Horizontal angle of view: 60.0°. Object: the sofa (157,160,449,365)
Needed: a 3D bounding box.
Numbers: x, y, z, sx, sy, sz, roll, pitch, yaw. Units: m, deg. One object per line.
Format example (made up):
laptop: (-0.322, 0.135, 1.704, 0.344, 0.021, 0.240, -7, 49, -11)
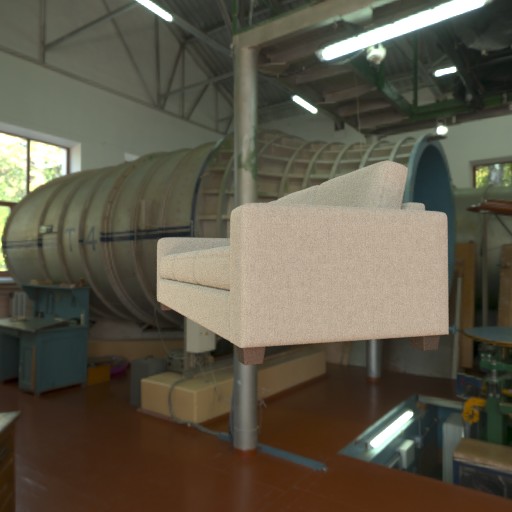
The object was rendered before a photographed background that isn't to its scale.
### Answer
sofa: (0.000, 0.000, 2.647, 0.900, 0.800, 2.160, 0, -1, -20)
